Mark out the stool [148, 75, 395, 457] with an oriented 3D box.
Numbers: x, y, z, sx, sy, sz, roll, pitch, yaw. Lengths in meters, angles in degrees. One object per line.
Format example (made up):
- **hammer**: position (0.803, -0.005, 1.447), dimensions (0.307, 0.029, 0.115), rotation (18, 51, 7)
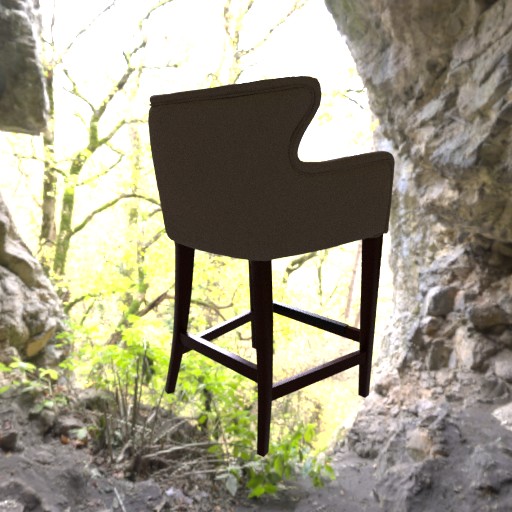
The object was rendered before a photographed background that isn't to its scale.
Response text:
- **stool**: position (0.000, 0.000, 1.355), dimensions (0.570, 0.951, 0.601), rotation (-14, 19, -43)
